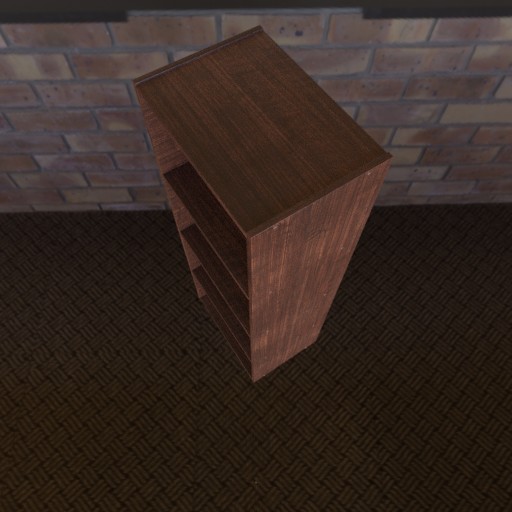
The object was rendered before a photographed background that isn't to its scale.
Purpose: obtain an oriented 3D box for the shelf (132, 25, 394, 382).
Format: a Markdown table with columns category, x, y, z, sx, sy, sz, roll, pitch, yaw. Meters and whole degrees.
| category | x | y | z | sx | sy | sz | roll | pitch | yaw |
| --- | --- | --- | --- | --- | --- | --- | --- | --- | --- |
| shelf | 0.000 | 0.000 | 1.282 | 0.290 | 1.099 | 0.415 | -30 | 67 | -14 |
